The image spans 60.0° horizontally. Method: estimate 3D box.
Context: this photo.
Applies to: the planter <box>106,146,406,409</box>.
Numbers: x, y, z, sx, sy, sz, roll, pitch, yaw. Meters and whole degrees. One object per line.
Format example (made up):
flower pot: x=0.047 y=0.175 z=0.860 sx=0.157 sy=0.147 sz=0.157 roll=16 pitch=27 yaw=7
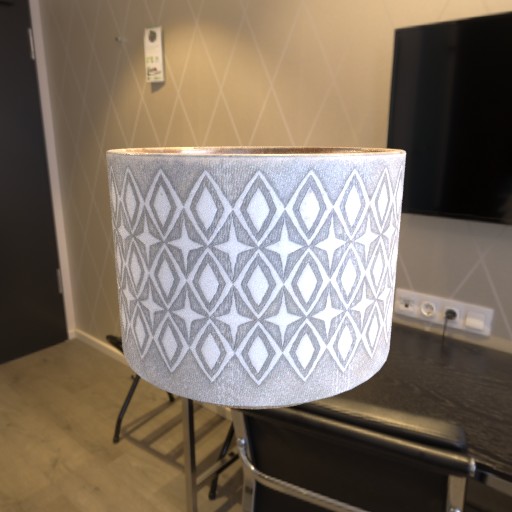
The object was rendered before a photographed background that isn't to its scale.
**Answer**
planter: x=0.000 y=0.000 z=0.308 sx=0.186 sy=0.144 sz=0.186 roll=0 pitch=15 yaw=0
